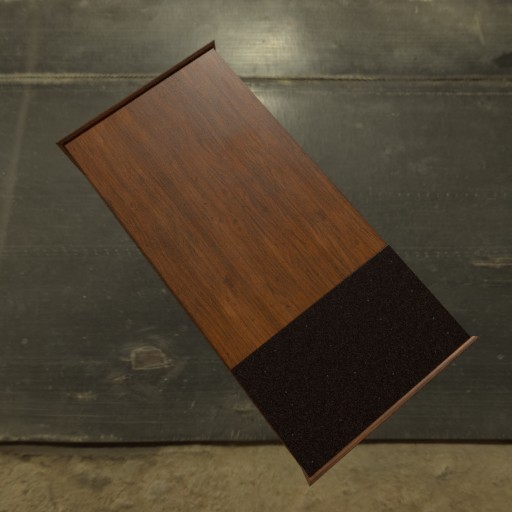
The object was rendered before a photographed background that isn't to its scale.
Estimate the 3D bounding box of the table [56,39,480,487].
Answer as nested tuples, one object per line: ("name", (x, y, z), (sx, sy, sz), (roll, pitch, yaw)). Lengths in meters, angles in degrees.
("table", (0.000, 0.000, 1.535), (0.610, 0.508, 1.221), (-37, 79, -9))
